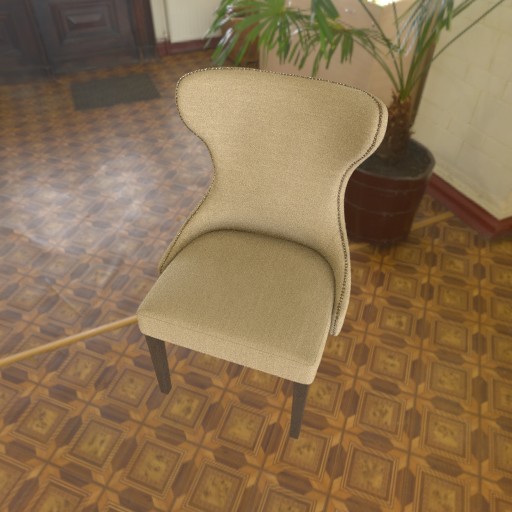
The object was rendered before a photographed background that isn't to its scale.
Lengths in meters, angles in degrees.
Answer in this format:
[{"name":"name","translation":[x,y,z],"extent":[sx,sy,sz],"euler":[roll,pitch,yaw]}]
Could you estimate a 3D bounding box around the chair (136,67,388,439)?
[{"name":"chair","translation":[0.000,0.000,1.415],"extent":[0.628,0.967,0.635],"euler":[14,45,14]}]
